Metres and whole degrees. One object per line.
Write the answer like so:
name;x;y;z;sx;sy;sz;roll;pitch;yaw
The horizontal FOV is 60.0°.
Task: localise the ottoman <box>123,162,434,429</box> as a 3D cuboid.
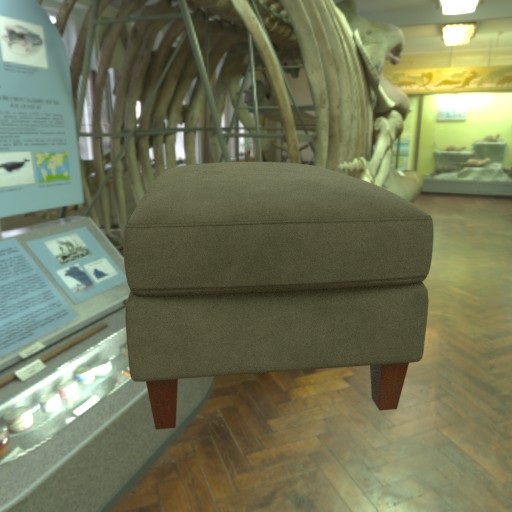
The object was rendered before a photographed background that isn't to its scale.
ottoman;0.000;0.000;1.218;0.584;0.483;0.864;-2;16;-7
